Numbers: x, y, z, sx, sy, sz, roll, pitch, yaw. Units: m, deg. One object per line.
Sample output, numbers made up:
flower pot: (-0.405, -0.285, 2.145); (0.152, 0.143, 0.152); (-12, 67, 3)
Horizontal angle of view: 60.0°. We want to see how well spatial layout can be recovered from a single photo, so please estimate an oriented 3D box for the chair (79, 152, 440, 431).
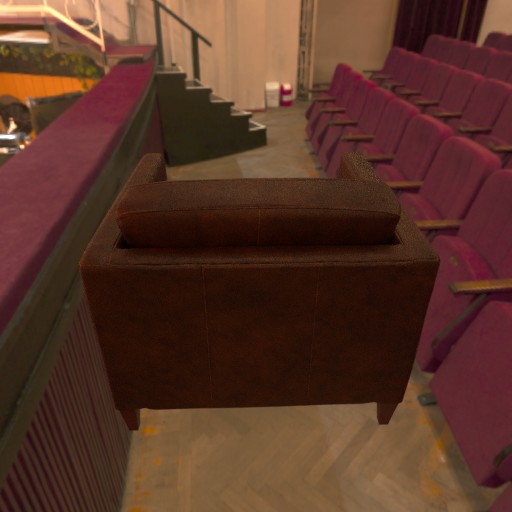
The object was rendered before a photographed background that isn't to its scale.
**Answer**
chair: (0.000, 0.000, 1.744); (0.990, 0.864, 0.975); (-1, 31, -1)
